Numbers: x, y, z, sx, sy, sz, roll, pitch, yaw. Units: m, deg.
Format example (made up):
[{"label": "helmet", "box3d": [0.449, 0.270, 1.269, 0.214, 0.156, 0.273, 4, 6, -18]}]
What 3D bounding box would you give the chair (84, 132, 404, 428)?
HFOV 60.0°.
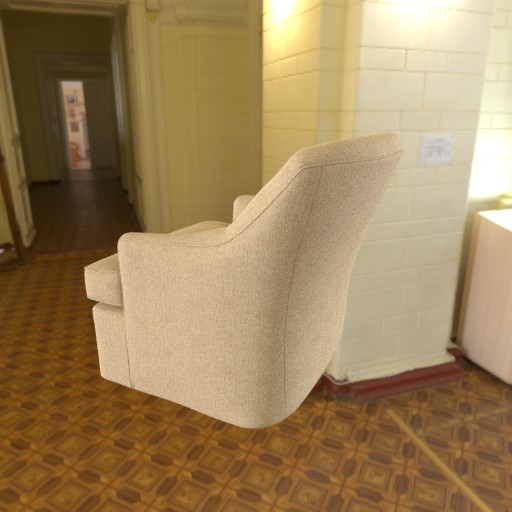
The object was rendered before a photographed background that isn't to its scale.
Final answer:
[{"label": "chair", "box3d": [0.000, 0.000, 1.585, 0.923, 0.856, 0.864, 8, 19, 25]}]
